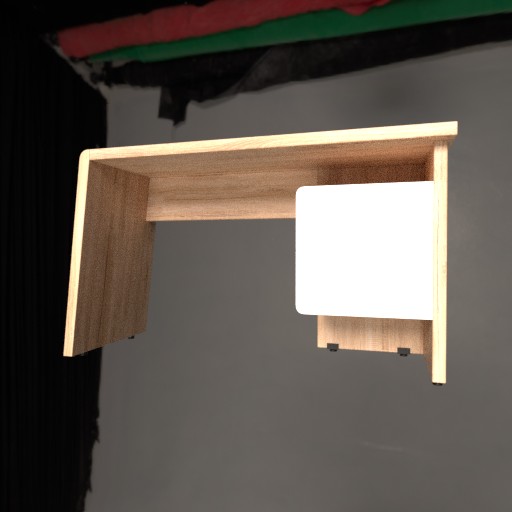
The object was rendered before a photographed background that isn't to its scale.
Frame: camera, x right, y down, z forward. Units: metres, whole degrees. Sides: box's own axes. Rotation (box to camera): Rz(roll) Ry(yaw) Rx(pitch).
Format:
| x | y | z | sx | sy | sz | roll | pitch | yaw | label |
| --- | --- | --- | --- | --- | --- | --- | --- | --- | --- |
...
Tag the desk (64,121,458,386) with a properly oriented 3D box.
| x | y | z | sx | sy | sz | roll | pitch | yaw | label |
| --- | --- | --- | --- | --- | --- | --- | --- | --- | --- |
| 0.000 | 0.000 | 1.641 | 1.300 | 0.750 | 0.500 | 0 | 1 | 17 | desk |
